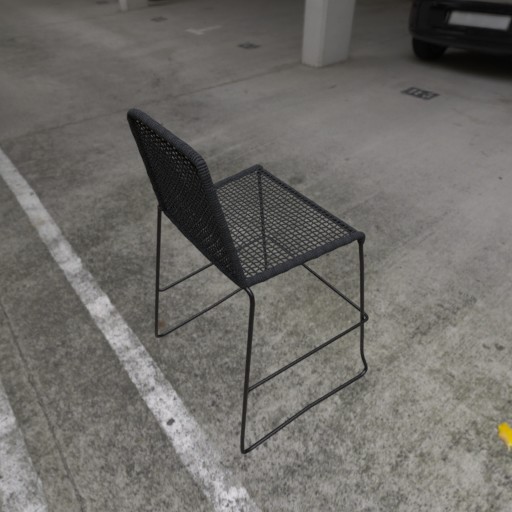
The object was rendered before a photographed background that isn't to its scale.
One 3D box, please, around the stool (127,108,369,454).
[{"bbox_3d":[0.000,0.000,1.260,0.509,0.905,0.590,-27,48,-27],"label":"stool"}]
